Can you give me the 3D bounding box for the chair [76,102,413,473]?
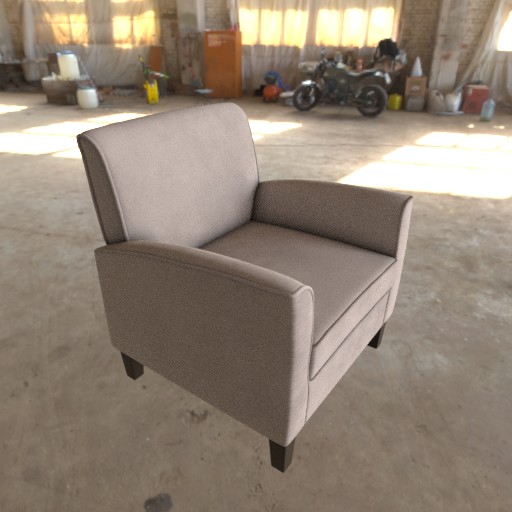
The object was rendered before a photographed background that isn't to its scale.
[{"bbox_3d":[0.000,0.000,1.569,0.821,0.915,0.820,18,33,31],"label":"chair"}]
